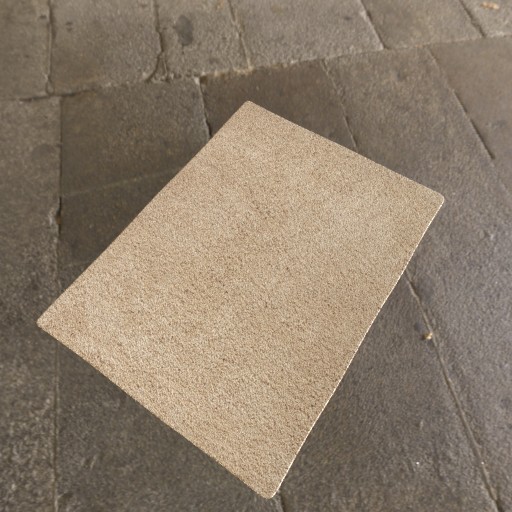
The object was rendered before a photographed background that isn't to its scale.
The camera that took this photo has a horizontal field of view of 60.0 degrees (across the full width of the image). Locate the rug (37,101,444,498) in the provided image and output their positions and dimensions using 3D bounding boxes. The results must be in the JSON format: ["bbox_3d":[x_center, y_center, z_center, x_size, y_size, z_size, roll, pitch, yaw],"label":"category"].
[{"bbox_3d":[0.000,0.000,2.052,1.199,0.025,1.600,31,66,15],"label":"rug"}]
